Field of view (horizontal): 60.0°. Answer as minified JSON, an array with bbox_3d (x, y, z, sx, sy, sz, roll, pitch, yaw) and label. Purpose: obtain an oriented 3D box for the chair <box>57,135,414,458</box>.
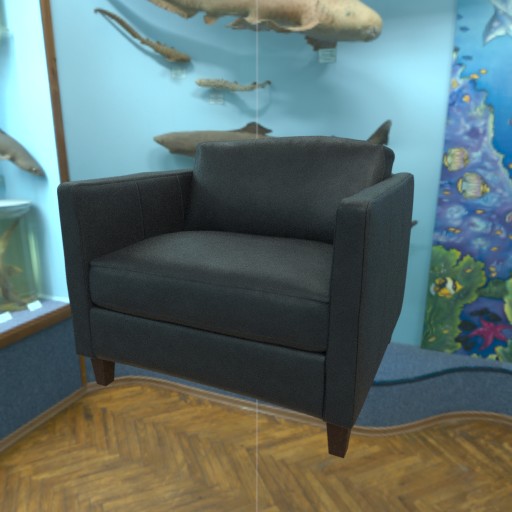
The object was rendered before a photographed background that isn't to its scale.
[{"bbox_3d":[0.000,0.000,1.547,0.939,0.811,0.862,7,17,24],"label":"chair"}]
